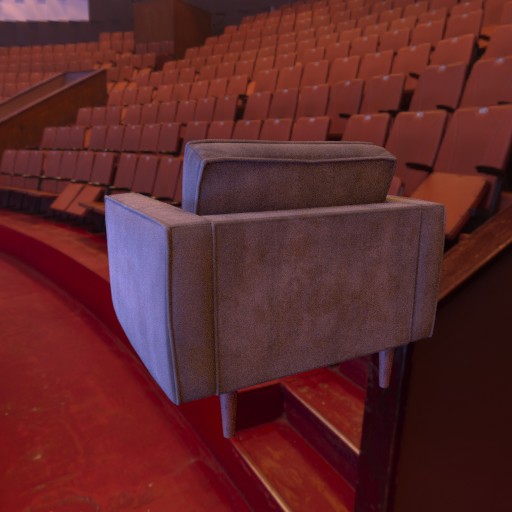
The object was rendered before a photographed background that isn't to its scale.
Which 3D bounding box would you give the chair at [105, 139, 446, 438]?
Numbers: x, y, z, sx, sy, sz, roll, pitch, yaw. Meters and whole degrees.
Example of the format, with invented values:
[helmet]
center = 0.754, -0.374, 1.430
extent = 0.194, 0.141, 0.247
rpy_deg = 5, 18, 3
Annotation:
[chair]
center = 0.000, 0.000, 1.549
extent = 0.928, 0.773, 0.843
rpy_deg = -7, 15, -27
